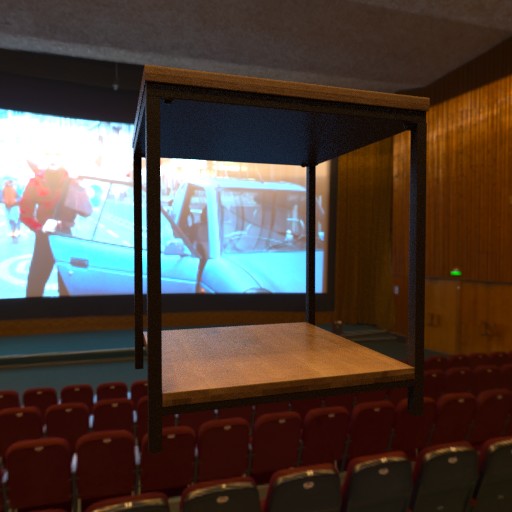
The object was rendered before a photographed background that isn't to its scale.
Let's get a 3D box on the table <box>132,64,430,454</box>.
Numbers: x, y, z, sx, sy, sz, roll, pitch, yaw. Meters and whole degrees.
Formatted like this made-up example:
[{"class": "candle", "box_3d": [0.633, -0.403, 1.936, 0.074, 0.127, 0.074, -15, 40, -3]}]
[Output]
[{"class": "table", "box_3d": [0.000, 0.000, 0.983, 0.507, 0.589, 0.503, -1, 2, -18]}]
